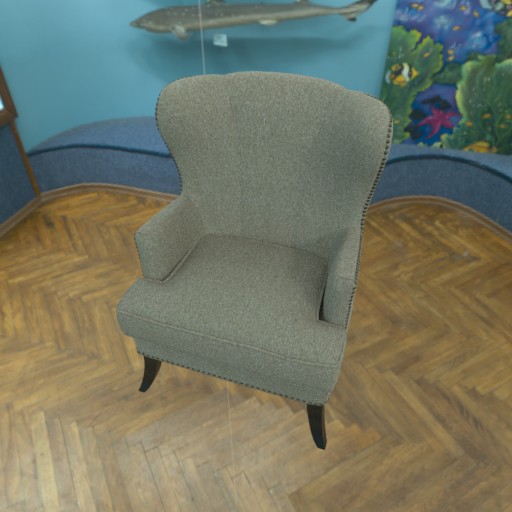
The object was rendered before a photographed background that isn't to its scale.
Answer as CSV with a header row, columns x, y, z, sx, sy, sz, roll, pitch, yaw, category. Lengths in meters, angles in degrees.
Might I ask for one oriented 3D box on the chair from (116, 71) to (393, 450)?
x,y,z,sx,sy,sz,roll,pitch,yaw,category
0.000,0.000,1.589,0.759,1.060,0.758,12,42,14,chair
